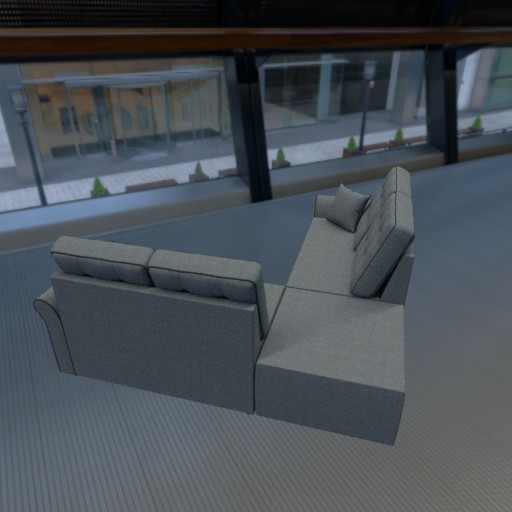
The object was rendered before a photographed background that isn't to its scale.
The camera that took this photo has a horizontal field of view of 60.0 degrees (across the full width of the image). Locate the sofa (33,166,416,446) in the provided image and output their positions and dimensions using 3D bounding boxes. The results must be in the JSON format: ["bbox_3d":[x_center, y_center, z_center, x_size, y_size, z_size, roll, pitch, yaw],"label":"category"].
[{"bbox_3d":[0.000,0.000,3.198,2.070,0.988,2.068,8,30,14],"label":"sofa"}]
